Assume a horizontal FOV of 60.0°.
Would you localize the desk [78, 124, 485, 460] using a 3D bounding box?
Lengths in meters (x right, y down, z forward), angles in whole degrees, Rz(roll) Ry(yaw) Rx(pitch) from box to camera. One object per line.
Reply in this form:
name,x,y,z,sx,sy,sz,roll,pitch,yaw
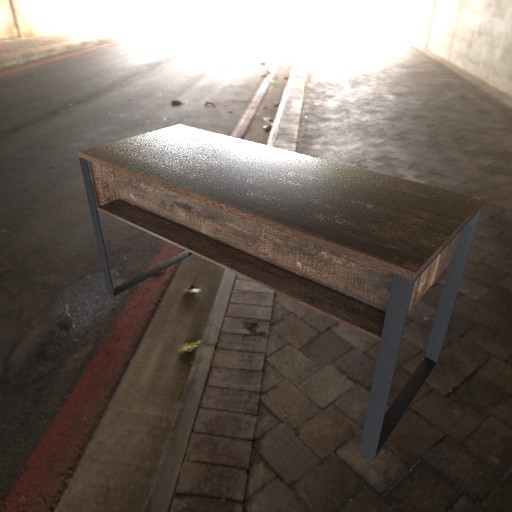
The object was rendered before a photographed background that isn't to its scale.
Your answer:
desk,0.000,0.000,1.919,1.524,0.762,0.599,23,38,33
